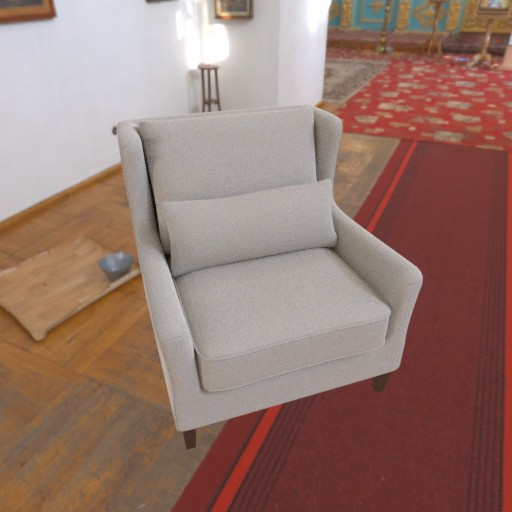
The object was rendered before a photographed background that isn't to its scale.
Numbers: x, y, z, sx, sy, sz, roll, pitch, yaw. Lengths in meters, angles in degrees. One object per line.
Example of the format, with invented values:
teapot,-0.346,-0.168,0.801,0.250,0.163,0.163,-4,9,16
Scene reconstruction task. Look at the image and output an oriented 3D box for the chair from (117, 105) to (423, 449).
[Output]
chair,0.000,0.000,1.915,0.982,1.056,1.040,-10,33,-16
